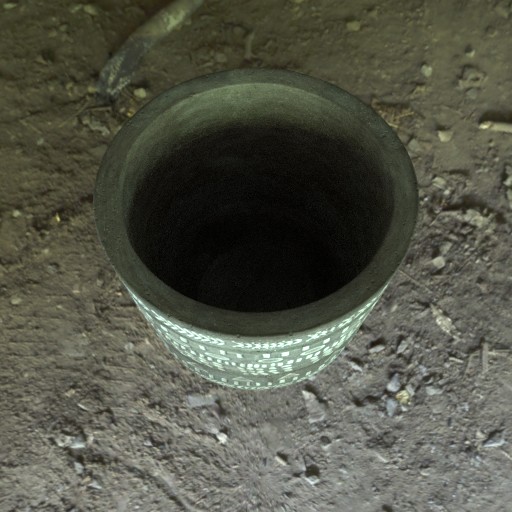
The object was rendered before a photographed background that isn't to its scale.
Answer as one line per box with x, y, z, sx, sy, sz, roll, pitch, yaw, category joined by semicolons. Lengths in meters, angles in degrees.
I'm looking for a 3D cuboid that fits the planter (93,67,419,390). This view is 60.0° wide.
0.000;0.000;0.260;0.142;0.149;0.142;0;64;0;planter
